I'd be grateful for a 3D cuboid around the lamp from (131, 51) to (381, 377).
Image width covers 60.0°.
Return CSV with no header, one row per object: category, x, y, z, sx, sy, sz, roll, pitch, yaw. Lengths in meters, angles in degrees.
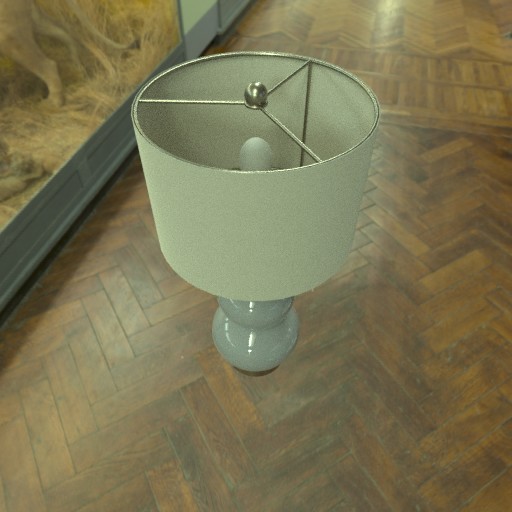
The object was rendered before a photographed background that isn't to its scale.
lamp,0.000,0.000,0.908,0.367,0.730,0.367,-12,48,-11
